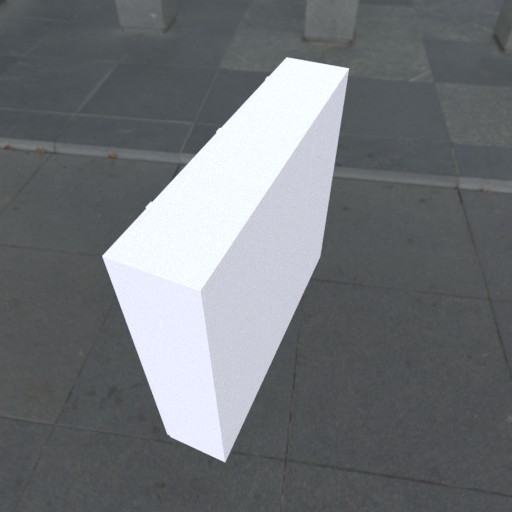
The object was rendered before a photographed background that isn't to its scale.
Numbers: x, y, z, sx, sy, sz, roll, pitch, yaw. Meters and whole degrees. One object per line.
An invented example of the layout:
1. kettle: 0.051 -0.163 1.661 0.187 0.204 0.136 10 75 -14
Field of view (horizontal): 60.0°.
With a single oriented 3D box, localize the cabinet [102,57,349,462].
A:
1. cabinet: 0.000 0.000 3.936 0.590 2.370 2.700 18 49 16
